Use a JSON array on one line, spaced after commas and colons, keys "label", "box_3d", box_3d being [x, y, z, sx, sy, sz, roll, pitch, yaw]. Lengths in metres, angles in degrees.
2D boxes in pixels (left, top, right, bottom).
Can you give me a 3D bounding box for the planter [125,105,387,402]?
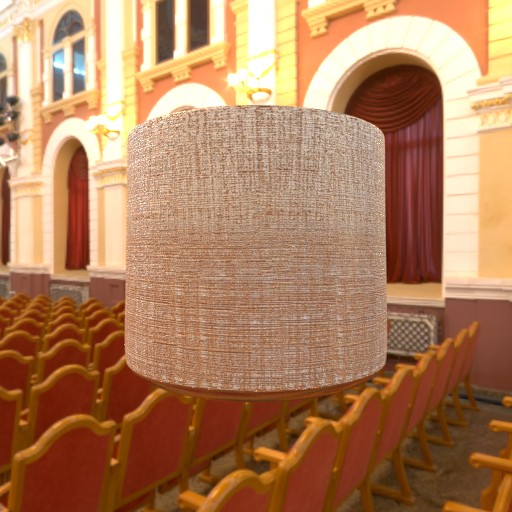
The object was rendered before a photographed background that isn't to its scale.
[{"label": "planter", "box_3d": [0.000, 0.000, 0.312, 0.177, 0.157, 0.177, 0, 0, 0]}]
